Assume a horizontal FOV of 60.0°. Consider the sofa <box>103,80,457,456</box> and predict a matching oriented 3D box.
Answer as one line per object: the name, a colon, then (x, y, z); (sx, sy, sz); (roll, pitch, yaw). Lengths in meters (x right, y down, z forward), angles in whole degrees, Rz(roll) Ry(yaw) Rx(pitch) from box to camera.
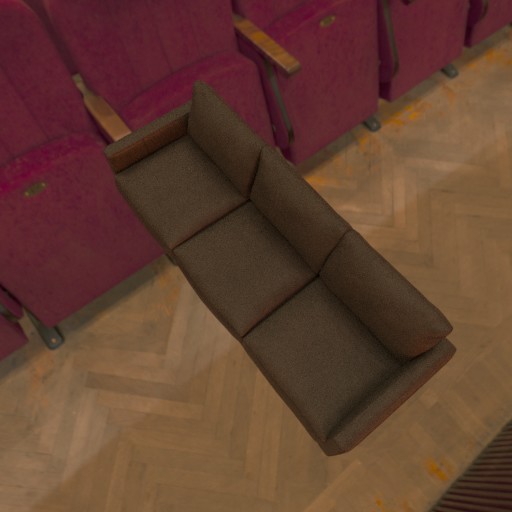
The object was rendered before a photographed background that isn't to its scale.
sofa: (0.000, 0.000, 2.389); (0.748, 0.805, 2.029); (-35, 68, -16)
